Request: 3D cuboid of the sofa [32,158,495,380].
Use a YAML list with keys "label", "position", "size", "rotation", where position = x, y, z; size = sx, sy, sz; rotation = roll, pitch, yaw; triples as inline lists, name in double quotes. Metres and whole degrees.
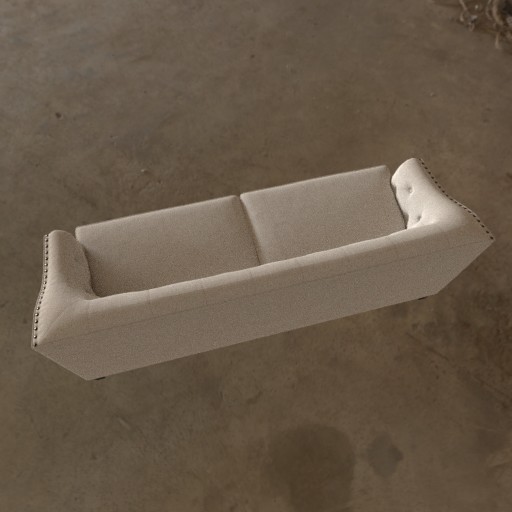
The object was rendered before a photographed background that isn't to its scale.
- label: "sofa"
  position: [0.000, 0.000, 2.617]
  size: [2.235, 0.901, 0.914]
  rotation: [-13, 59, -8]
